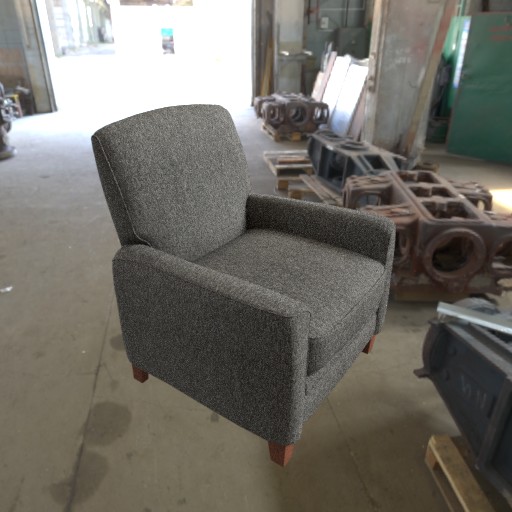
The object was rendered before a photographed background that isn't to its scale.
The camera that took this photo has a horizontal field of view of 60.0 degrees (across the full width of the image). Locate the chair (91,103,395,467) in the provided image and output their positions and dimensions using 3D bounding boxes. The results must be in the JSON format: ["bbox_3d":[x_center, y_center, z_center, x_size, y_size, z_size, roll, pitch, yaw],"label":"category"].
[{"bbox_3d":[0.000,0.000,1.669,0.864,1.014,0.848,18,32,31],"label":"chair"}]
